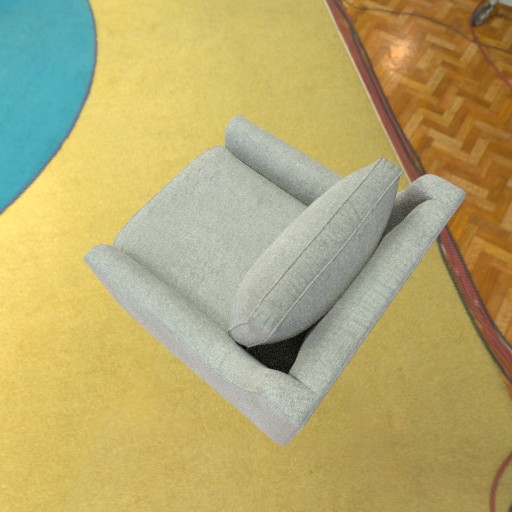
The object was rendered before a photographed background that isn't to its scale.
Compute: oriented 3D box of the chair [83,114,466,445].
[{"bbox_3d":[0.000,0.000,1.565,0.918,0.864,0.838,36,69,16],"label":"chair"}]
